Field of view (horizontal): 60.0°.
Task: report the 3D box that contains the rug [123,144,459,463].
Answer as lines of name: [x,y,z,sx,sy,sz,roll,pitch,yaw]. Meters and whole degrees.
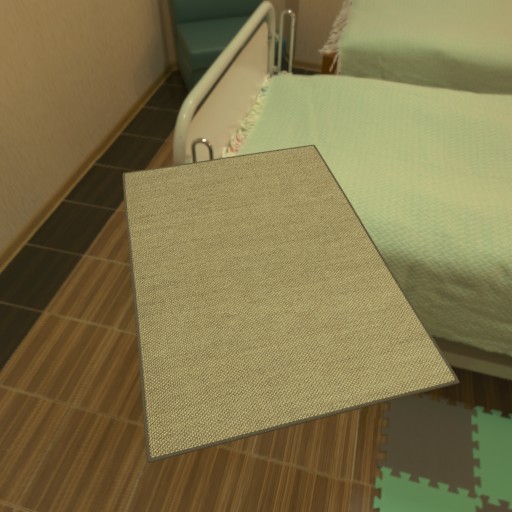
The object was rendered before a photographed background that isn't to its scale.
rug: [0.000,0.000,2.741,1.523,0.012,2.133,-11,48,-10]
